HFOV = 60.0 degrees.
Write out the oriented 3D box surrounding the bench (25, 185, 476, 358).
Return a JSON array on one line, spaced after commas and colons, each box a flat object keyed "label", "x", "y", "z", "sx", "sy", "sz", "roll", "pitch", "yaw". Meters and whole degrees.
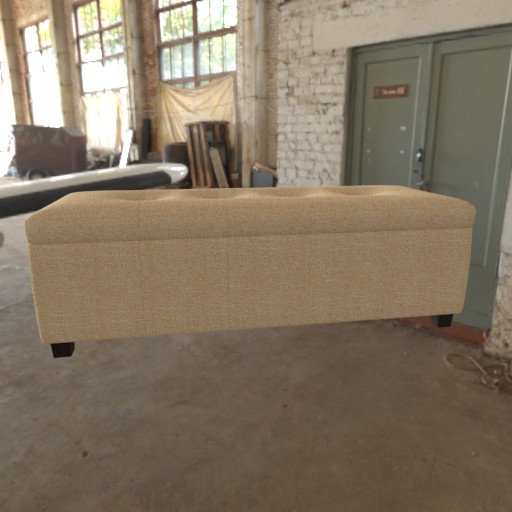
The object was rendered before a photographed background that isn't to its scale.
[{"label": "bench", "x": 0.000, "y": 0.000, "z": 1.410, "sx": 1.219, "sy": 0.406, "sz": 0.432, "roll": -3, "pitch": 15, "yaw": -10}]
